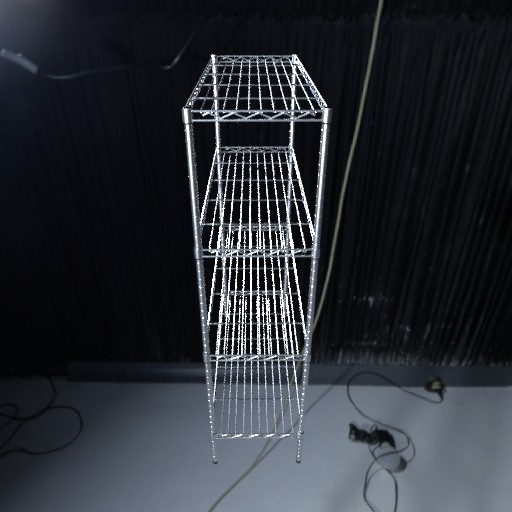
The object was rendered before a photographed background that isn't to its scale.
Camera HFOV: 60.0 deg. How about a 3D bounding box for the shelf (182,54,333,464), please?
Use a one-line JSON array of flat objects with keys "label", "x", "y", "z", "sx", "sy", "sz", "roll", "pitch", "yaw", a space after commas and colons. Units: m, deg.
[{"label": "shelf", "x": 0.000, "y": 0.000, "z": 1.764, "sx": 0.352, "sy": 1.360, "sz": 0.907, "roll": 0, "pitch": 32, "yaw": 0}]
